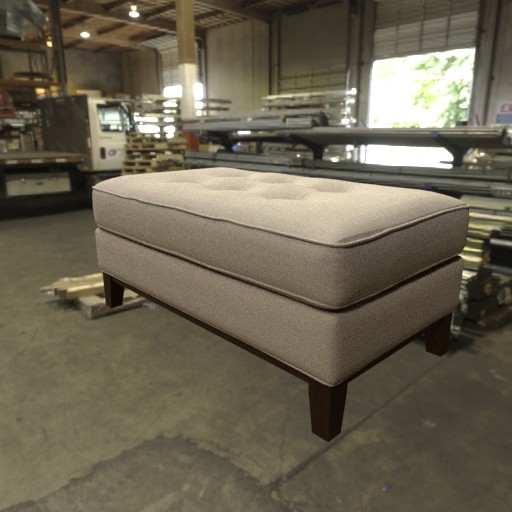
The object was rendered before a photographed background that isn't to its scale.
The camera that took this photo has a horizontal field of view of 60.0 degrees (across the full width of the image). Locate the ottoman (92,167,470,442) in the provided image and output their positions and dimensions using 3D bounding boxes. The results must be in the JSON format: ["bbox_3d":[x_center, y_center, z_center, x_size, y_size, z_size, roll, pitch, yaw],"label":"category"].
[{"bbox_3d":[0.000,0.000,1.486,0.648,0.508,1.143,-15,22,-41],"label":"ottoman"}]
